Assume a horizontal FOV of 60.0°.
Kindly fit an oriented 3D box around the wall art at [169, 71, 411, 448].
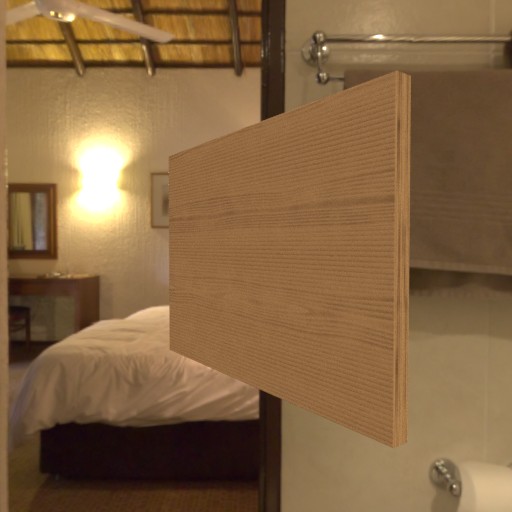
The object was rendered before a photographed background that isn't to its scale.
[{"bbox_3d":[0.000,0.000,1.071,0.063,0.609,0.841,-1,2,-36],"label":"wall art"}]
